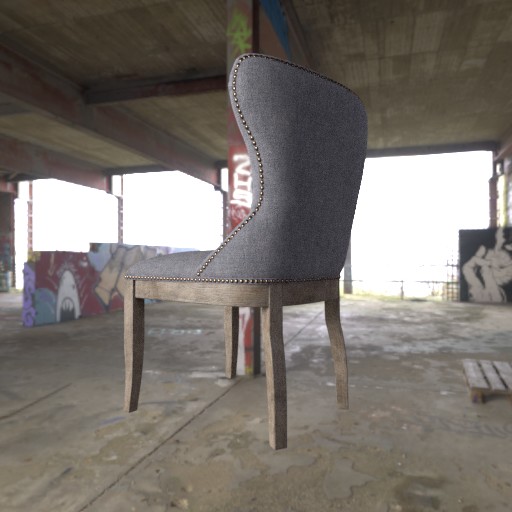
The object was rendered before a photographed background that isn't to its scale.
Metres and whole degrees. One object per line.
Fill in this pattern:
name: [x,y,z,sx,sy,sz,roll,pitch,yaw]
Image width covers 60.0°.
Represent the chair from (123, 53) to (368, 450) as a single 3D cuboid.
chair: [0.000,0.000,1.444,0.681,1.002,0.654,0,0,37]
